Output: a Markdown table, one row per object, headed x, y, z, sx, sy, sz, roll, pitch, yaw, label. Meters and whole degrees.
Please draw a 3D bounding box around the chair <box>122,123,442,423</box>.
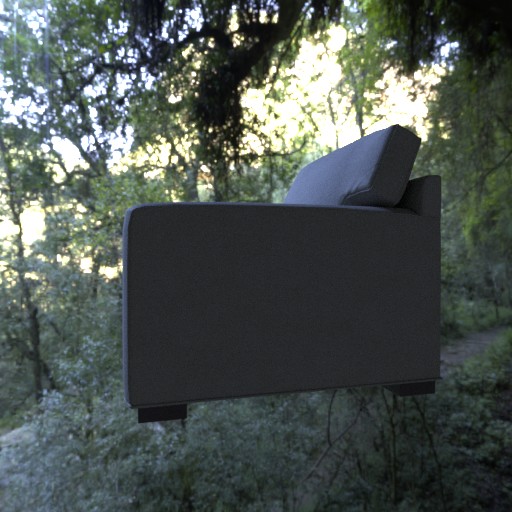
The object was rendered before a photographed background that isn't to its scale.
| x | y | z | sx | sy | sz | roll | pitch | yaw | label |
| --- | --- | --- | --- | --- | --- | --- | --- | --- | --- |
| 0.000 | 0.000 | 1.837 | 1.044 | 0.934 | 0.999 | 0 | 1 | -15 | chair |
